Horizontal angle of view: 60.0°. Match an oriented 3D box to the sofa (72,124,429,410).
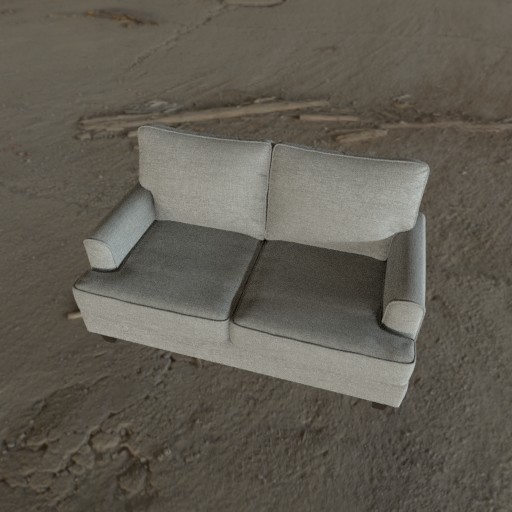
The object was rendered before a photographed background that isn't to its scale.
[{"bbox_3d":[0.000,0.000,2.288,1.651,0.965,0.965,11,42,12],"label":"sofa"}]
